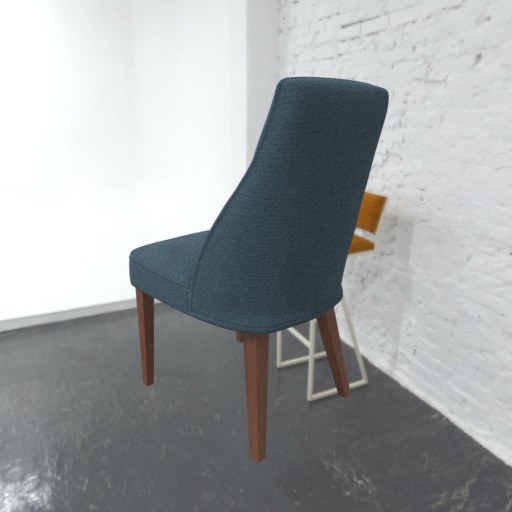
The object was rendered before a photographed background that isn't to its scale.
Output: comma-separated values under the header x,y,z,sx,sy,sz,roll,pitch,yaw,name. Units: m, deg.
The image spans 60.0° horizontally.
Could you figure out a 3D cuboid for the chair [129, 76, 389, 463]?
x,y,z,sx,sy,sz,roll,pitch,yaw,name
0.000,0.000,1.293,0.620,0.930,0.500,16,23,42,chair
